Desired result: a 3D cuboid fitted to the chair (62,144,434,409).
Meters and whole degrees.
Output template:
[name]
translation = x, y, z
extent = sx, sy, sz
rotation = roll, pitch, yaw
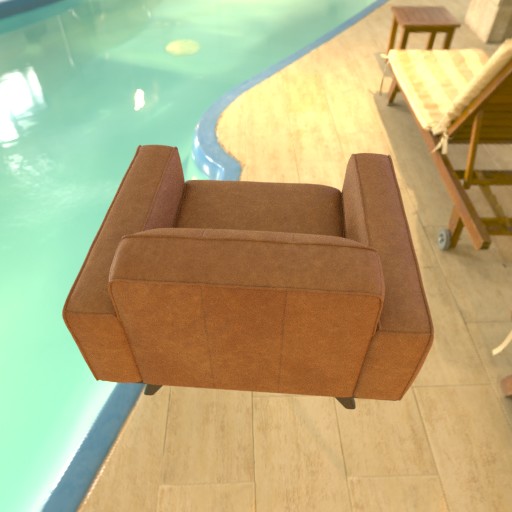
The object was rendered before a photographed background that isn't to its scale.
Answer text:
[chair]
translation = 0.000, 0.000, 1.708
extent = 1.118, 0.782, 0.952
rotation = 3, 46, 3
